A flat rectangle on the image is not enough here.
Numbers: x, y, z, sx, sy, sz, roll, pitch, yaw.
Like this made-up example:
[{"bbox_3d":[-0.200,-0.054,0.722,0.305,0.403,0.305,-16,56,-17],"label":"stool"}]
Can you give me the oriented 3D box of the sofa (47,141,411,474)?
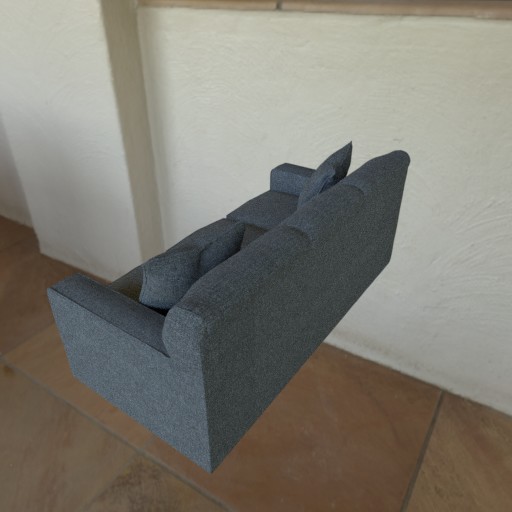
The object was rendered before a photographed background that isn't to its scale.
[{"bbox_3d":[0.000,0.000,2.542,0.997,0.958,2.024,20,37,29],"label":"sofa"}]
